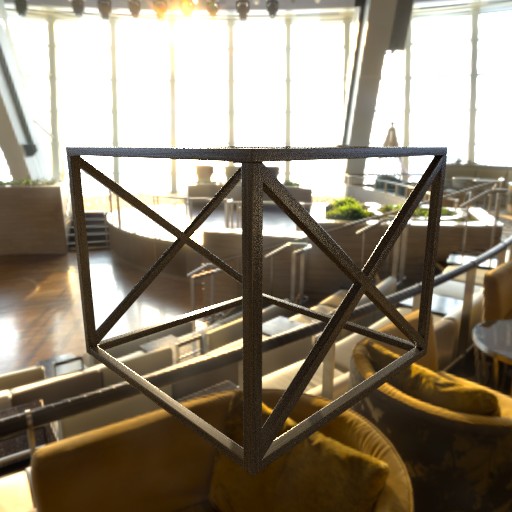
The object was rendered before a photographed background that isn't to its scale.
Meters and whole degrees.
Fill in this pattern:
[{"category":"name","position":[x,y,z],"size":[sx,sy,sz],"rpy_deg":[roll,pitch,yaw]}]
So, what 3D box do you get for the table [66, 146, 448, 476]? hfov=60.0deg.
[{"category":"table","position":[0.000,0.000,1.060],"size":[0.611,0.507,0.609],"rpy_deg":[-13,19,-43]}]
